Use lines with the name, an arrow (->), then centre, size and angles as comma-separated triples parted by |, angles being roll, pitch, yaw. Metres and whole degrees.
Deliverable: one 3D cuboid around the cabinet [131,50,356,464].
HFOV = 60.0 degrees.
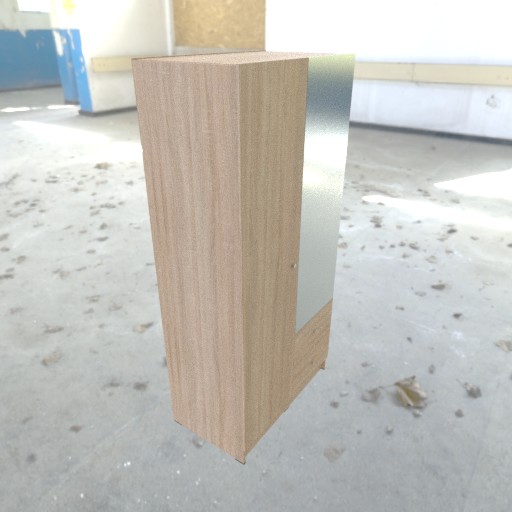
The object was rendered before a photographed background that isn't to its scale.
cabinet -> 0.000, 0.000, 2.567 | 0.590, 2.121, 1.001 | 18, 32, 31
